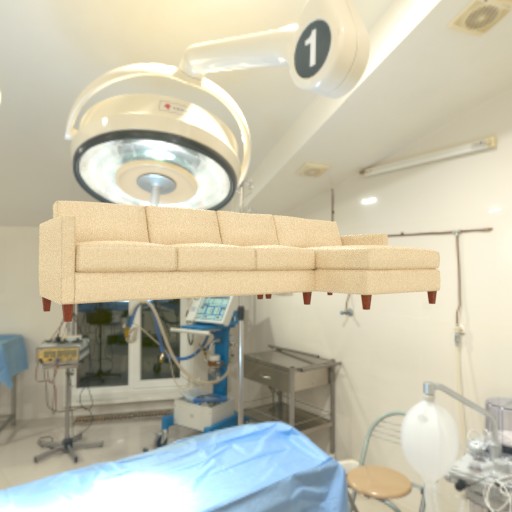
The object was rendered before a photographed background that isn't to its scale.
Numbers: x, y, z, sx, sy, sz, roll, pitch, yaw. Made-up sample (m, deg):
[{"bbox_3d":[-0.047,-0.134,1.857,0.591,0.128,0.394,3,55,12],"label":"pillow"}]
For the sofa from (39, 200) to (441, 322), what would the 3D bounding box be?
[{"bbox_3d":[0.000,0.000,4.137,3.471,0.954,1.603,1,-1,-35],"label":"sofa"}]
